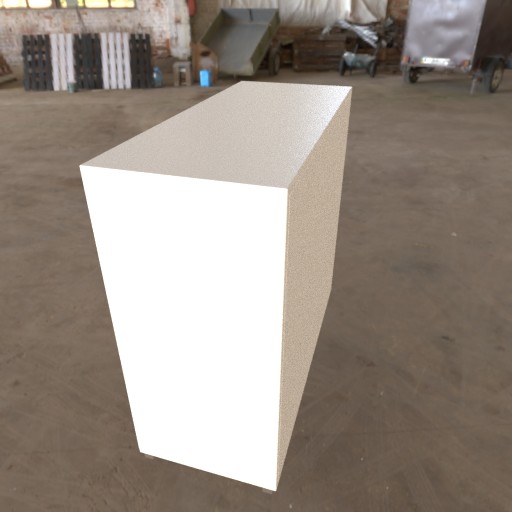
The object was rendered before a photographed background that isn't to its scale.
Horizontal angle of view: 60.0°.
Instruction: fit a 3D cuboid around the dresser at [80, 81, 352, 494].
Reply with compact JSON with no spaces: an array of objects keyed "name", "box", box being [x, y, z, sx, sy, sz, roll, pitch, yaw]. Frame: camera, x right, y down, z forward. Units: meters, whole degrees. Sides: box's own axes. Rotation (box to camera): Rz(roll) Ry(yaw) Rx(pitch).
[{"name":"dresser","box":[0.000,0.000,1.601,0.460,1.000,1.100,9,32,14]}]
